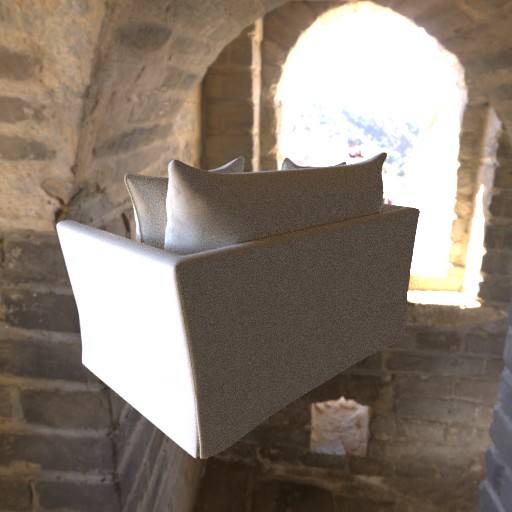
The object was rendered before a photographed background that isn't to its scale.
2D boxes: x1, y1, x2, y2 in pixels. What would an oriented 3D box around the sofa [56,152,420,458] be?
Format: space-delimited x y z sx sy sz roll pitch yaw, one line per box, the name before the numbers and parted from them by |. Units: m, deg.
sofa | 0.000 0.000 2.277 1.608 1.039 1.026 -14 21 -42
